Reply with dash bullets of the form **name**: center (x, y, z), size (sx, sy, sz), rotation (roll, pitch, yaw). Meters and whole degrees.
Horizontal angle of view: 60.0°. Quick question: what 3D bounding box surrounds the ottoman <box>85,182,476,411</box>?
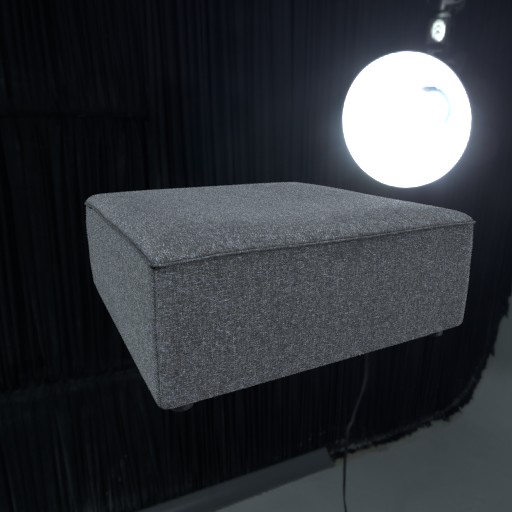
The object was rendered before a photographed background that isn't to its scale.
- **ottoman**: center (0.000, 0.000, 1.585), size (1.021, 0.423, 1.017), rotation (-8, 18, -26)
